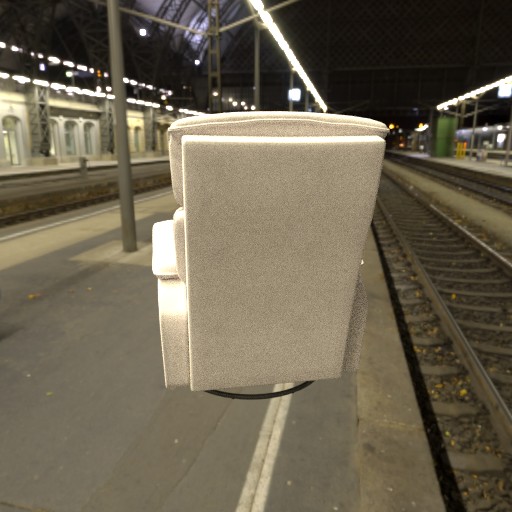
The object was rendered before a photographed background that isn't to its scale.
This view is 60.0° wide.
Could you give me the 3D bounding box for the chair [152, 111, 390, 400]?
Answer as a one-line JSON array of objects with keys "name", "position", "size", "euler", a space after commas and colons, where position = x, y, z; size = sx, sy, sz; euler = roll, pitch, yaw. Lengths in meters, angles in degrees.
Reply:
[{"name": "chair", "position": [0.000, 0.000, 1.760], "size": [0.820, 1.039, 1.001], "euler": [-2, 15, -10]}]
